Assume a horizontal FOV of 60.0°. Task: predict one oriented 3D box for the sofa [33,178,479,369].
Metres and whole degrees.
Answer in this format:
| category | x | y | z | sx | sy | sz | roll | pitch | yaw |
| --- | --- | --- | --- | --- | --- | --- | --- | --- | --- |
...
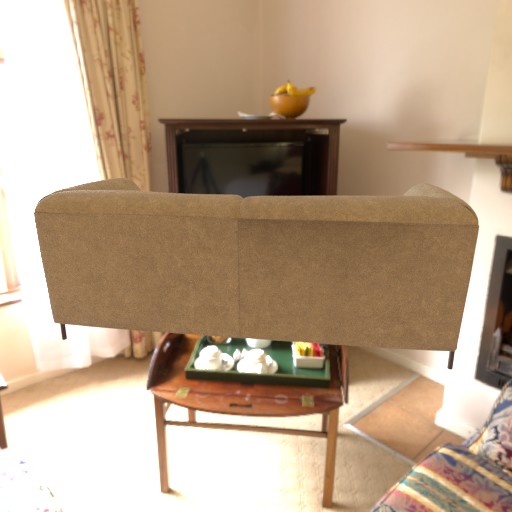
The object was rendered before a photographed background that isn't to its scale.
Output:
| category | x | y | z | sx | sy | sz | roll | pitch | yaw |
| --- | --- | --- | --- | --- | --- | --- | --- | --- | --- |
| sofa | 0.000 | 0.000 | 2.295 | 1.878 | 0.747 | 0.905 | 2 | 16 | 9 |
